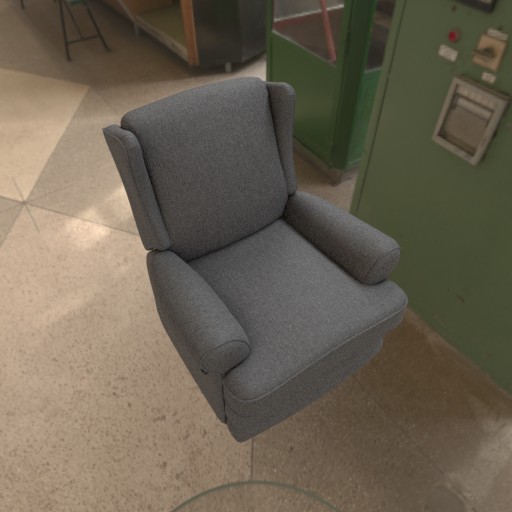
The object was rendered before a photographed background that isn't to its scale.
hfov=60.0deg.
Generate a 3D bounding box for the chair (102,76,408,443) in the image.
[{"bbox_3d":[0.000,0.000,1.700,0.847,1.011,0.969,-26,52,-22],"label":"chair"}]
